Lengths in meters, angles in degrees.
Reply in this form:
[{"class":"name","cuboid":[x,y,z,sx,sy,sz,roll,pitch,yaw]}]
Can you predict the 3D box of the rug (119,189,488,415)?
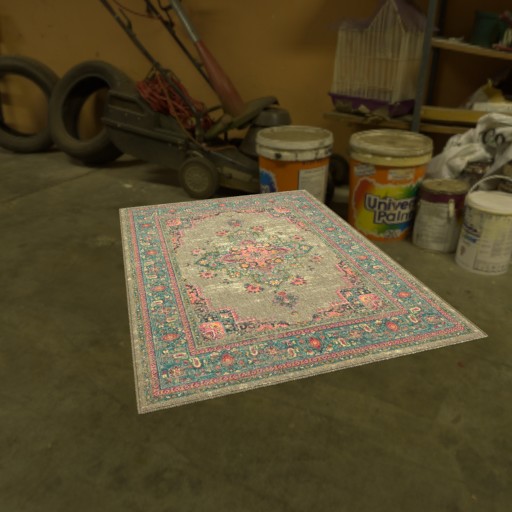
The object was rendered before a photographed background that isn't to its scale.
[{"class":"rug","cuboid":[0.000,0.000,2.808,1.609,0.013,2.214,-8,28,-15]}]
